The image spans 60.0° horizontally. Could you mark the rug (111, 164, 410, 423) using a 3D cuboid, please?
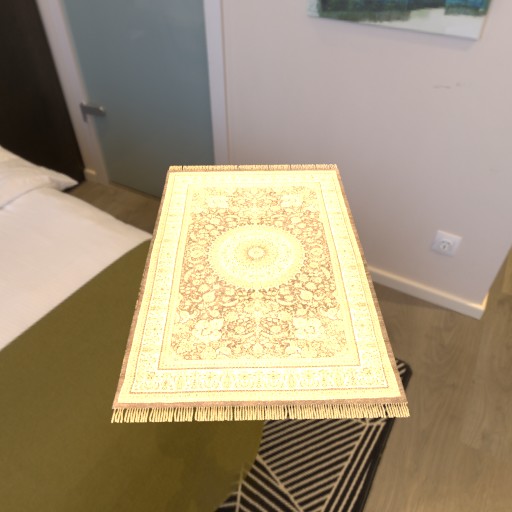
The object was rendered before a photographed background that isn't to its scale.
[{"bbox_3d":[0.000,0.000,4.377,2.143,0.015,3.422,-1,42,-1],"label":"rug"}]
